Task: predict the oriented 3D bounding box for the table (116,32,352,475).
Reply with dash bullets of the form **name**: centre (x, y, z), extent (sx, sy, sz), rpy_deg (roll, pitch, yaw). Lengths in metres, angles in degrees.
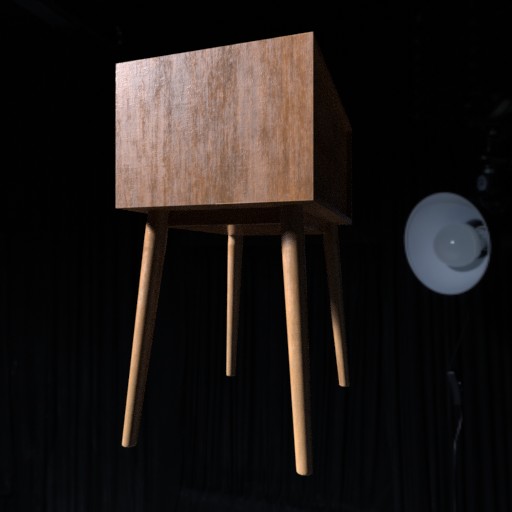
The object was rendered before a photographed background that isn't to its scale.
- **table**: centre (0.000, 0.000, 0.838), extent (0.307, 0.580, 0.454), rpy_deg (0, 0, 18)
